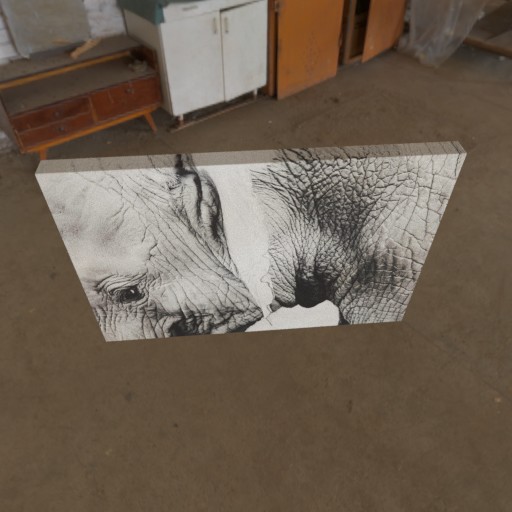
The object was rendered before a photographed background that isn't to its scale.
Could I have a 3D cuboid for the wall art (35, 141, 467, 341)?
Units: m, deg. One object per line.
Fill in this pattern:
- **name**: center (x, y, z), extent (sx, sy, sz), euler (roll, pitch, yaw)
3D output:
- **wall art**: center (0.000, 0.000, 0.783), extent (0.613, 0.407, 0.035), euler (-3, 46, -3)
